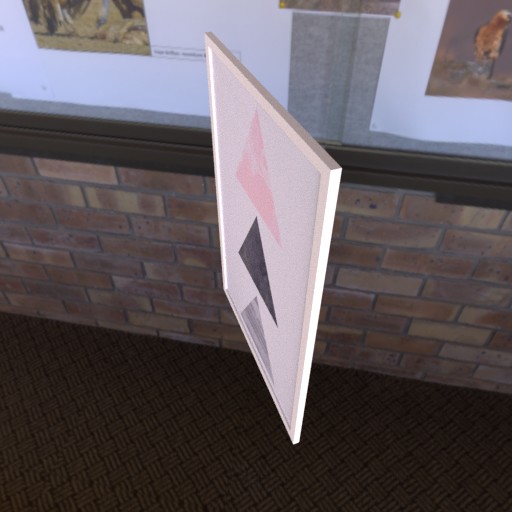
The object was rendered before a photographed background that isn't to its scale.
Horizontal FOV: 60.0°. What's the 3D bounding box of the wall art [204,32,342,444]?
[{"bbox_3d":[0.000,0.000,0.834,0.013,0.656,0.456,-15,46,-15],"label":"wall art"}]
